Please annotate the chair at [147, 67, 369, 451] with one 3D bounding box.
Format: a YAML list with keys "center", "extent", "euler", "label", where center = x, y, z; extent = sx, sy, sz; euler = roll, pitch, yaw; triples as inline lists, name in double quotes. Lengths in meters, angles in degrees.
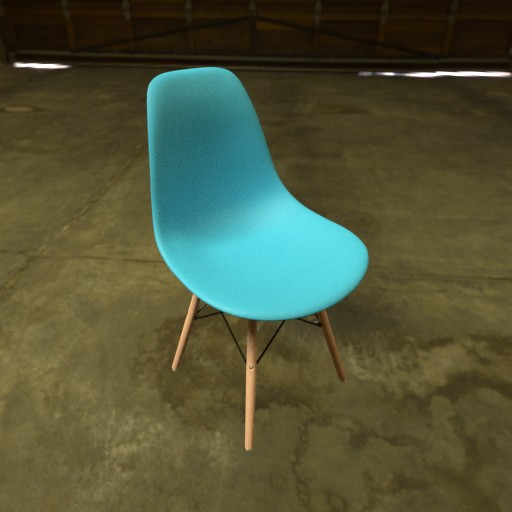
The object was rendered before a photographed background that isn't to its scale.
- center: [0.000, 0.000, 1.130]
  extent: [0.470, 0.826, 0.531]
  euler: [-23, 38, -33]
  label: "chair"
